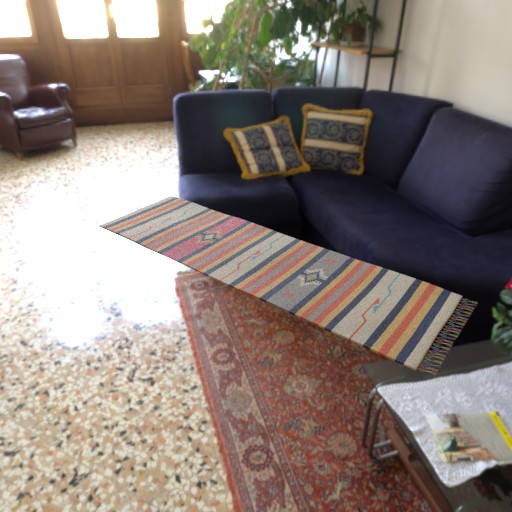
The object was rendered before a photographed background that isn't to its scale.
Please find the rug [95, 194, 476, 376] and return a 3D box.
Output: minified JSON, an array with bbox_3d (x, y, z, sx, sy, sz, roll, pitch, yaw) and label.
[{"bbox_3d":[0.000,0.000,2.765,2.455,0.017,0.695,21,36,32],"label":"rug"}]
